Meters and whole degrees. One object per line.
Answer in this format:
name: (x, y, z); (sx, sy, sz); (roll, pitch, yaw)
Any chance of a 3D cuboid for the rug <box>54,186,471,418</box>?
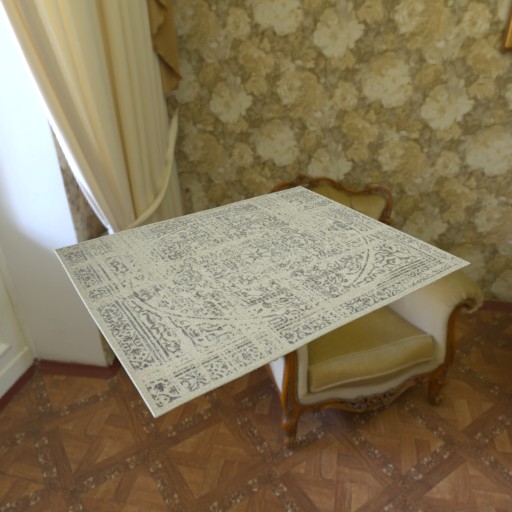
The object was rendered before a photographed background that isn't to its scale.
rug: (0.000, 0.000, 3.923); (2.921, 0.032, 2.311); (-19, 34, -30)
